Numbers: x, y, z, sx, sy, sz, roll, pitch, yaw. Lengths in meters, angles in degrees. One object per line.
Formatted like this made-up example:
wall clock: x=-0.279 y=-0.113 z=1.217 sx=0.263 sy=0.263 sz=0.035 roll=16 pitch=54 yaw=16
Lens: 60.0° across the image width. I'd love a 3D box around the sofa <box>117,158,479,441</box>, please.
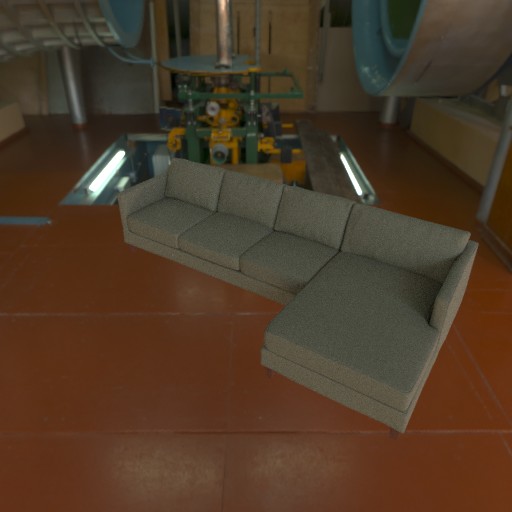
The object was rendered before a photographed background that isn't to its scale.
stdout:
sofa: x=0.000 y=0.000 z=3.813 sx=3.186 sy=0.861 sz=1.625 roll=19 pitch=36 yaw=28
